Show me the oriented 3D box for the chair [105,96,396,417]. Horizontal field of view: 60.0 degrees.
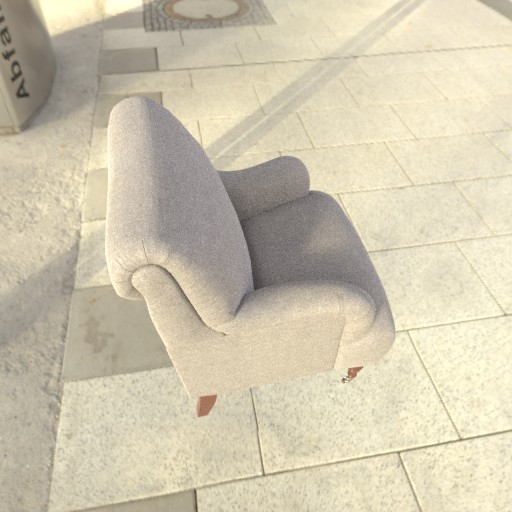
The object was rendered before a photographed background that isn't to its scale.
[{"bbox_3d":[0.000,0.000,1.564,0.843,0.942,0.766,-9,47,-8],"label":"chair"}]
